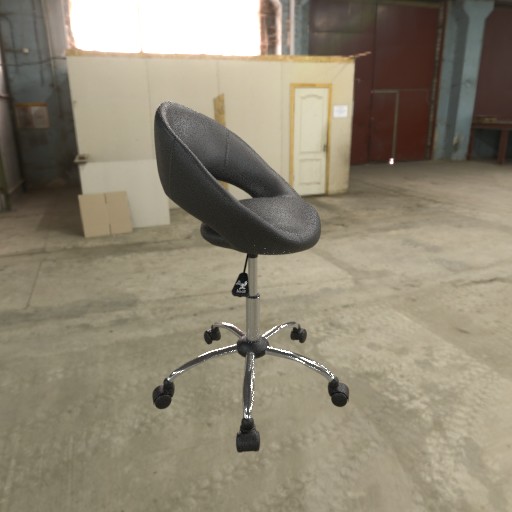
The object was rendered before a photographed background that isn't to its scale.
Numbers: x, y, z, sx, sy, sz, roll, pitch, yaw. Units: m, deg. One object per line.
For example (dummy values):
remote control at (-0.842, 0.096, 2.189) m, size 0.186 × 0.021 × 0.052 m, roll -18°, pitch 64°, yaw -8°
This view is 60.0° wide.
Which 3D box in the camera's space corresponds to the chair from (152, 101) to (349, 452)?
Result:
chair at (0.000, 0.000, 1.198) m, size 0.538 × 0.791 × 0.612 m, roll 3°, pitch 18°, yaw 8°
